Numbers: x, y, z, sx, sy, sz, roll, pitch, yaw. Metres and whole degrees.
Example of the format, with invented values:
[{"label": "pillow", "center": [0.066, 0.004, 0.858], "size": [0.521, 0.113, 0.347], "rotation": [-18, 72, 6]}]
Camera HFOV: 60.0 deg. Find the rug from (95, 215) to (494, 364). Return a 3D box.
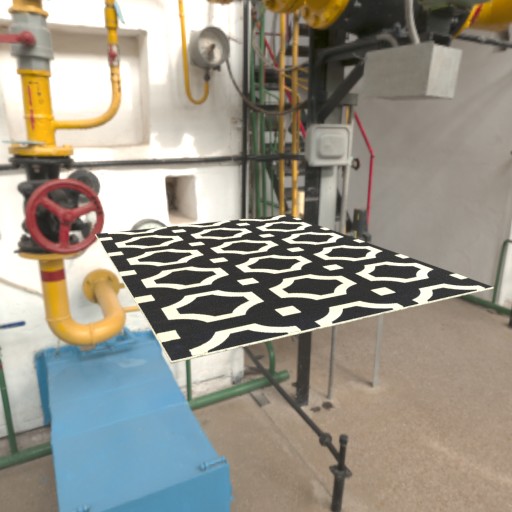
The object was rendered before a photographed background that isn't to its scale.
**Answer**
[{"label": "rug", "center": [0.000, 0.000, 4.100], "size": [2.466, 0.021, 3.049], "rotation": [-8, 18, -25]}]
